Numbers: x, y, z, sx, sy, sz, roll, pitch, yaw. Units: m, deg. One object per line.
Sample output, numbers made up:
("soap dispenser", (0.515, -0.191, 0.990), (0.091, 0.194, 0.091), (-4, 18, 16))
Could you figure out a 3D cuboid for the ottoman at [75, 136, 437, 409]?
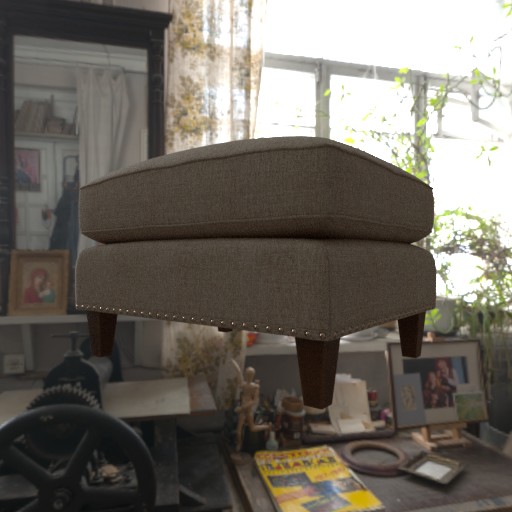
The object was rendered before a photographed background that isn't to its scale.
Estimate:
("ottoman", (0.000, 0.000, 1.139), (0.741, 0.513, 0.584), (0, 0, 38))
